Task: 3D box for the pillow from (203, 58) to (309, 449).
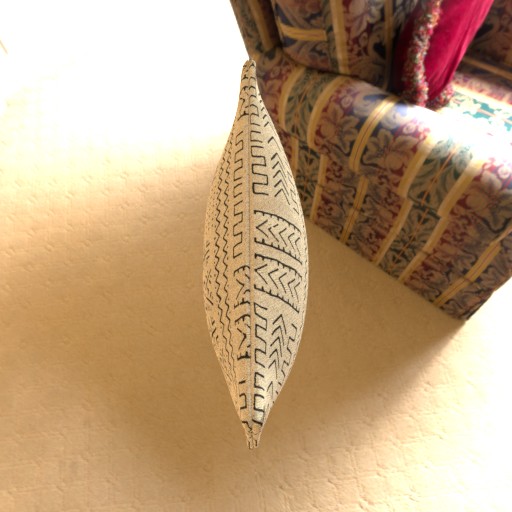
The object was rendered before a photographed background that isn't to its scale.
[{"bbox_3d":[0.000,0.000,0.813,0.188,0.352,0.637,-1,64,0],"label":"pillow"}]
